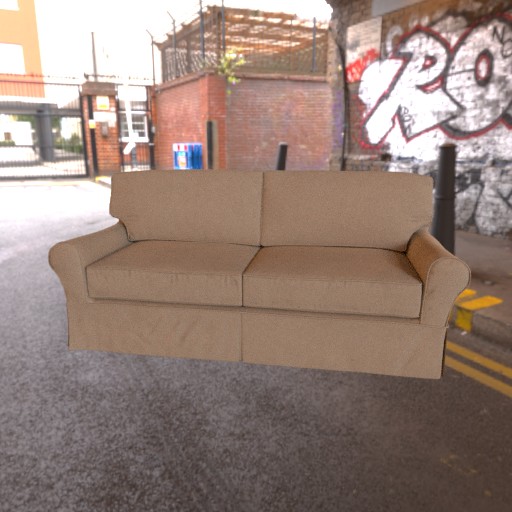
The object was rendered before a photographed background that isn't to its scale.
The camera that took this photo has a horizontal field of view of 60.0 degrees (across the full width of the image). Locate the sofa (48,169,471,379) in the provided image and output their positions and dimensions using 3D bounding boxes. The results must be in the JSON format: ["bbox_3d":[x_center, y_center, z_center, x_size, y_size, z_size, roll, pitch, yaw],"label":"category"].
[{"bbox_3d":[0.000,0.000,2.719,2.246,1.014,0.900,2,14,10],"label":"sofa"}]
